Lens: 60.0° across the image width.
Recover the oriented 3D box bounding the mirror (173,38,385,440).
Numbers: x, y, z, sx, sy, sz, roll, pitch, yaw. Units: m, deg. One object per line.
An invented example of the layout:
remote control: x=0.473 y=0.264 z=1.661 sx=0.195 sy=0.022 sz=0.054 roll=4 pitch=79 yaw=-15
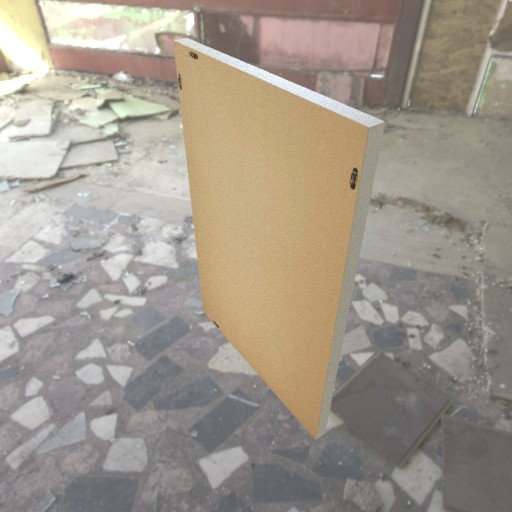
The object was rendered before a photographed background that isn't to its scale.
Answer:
mirror: x=0.000 y=0.000 z=1.142 sx=0.041 sy=0.914 sz=0.609 roll=-25 pitch=46 yaw=-27
